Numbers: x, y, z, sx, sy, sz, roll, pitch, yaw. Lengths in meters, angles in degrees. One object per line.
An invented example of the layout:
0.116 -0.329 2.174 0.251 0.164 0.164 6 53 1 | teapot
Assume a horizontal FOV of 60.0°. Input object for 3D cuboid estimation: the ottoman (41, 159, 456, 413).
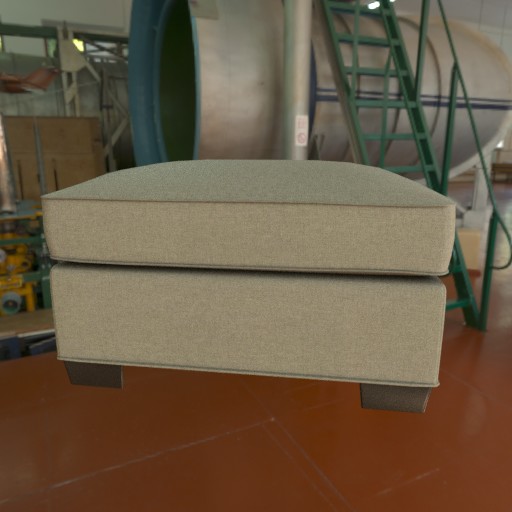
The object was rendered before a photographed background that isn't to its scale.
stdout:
0.000 0.000 1.197 0.843 0.504 0.619 2 15 8 | ottoman
